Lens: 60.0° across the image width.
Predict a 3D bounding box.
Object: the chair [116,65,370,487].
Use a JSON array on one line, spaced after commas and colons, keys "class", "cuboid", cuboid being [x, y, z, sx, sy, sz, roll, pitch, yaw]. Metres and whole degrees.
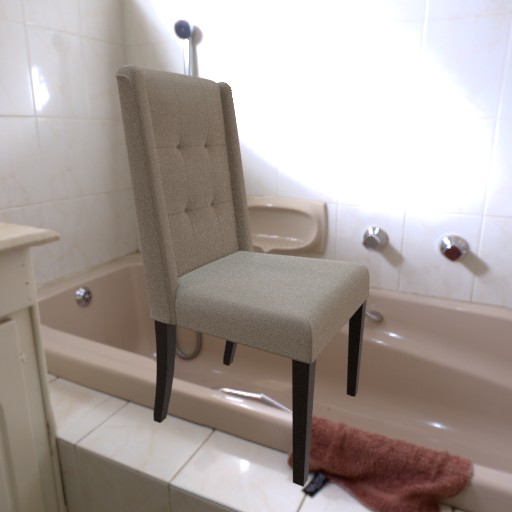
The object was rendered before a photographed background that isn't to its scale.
[{"class": "chair", "cuboid": [0.000, 0.000, 1.217, 0.523, 0.961, 0.474, 8, 17, 27]}]
